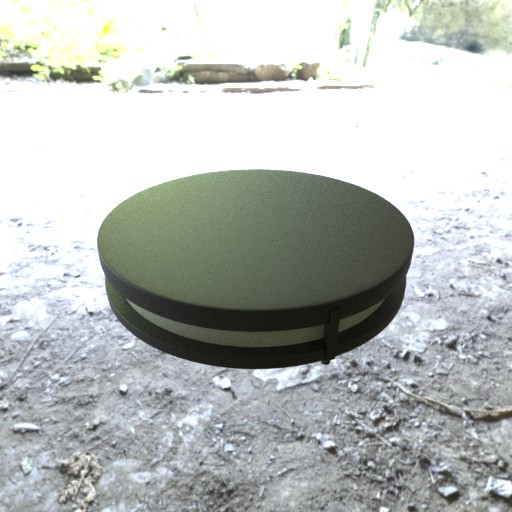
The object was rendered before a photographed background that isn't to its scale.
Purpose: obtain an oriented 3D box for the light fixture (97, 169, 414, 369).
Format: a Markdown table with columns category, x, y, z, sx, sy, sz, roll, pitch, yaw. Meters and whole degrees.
| category | x | y | z | sx | sy | sz | roll | pitch | yaw |
| --- | --- | --- | --- | --- | --- | --- | --- | --- | --- |
| light fixture | 0.000 | 0.000 | 0.542 | 0.356 | 0.102 | 0.356 | 0 | 30 | 0 |
